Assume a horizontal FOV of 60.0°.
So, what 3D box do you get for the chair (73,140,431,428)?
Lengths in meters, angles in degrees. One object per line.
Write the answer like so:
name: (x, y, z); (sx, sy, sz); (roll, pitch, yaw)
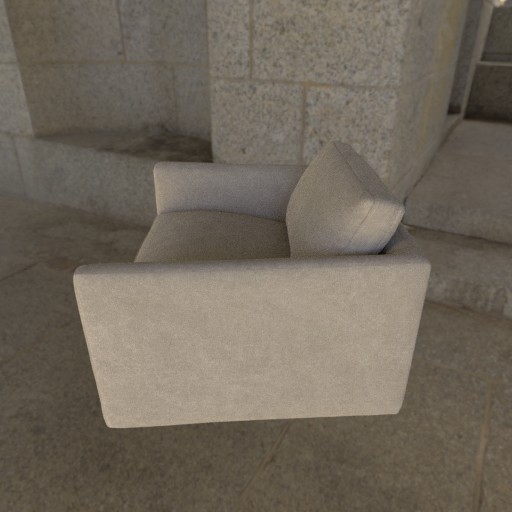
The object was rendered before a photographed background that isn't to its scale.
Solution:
chair: (0.000, 0.000, 1.887); (1.091, 0.845, 1.190); (0, 27, 0)
